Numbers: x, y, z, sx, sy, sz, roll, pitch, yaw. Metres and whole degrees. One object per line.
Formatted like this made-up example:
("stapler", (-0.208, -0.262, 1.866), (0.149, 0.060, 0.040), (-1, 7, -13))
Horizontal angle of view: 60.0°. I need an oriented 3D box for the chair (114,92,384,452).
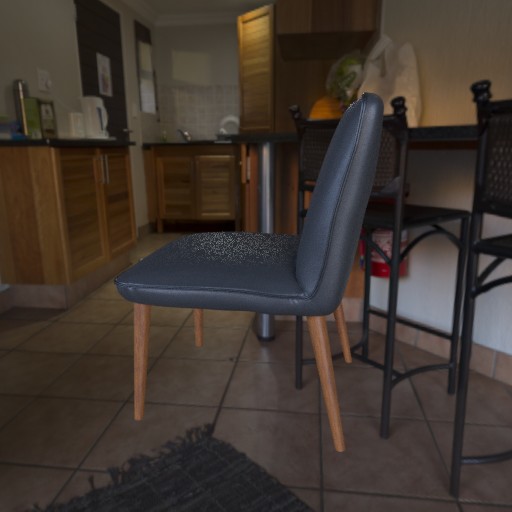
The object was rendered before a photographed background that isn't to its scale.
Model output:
("chair", (0.000, 0.000, 1.215), (0.645, 0.801, 0.543), (2, 15, 9))
